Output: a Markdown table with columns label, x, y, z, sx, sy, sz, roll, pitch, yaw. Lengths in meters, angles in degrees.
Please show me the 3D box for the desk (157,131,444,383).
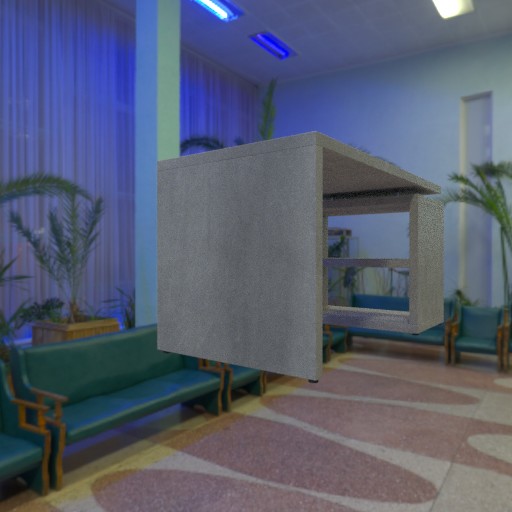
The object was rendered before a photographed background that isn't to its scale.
| label | x | y | z | sx | sy | sz | roll | pitch | yaw |
| --- | --- | --- | --- | --- | --- | --- | --- | --- | --- |
| desk | 0.000 | 0.000 | 2.303 | 1.500 | 0.740 | 1.400 | 0 | 0 | 37 |
